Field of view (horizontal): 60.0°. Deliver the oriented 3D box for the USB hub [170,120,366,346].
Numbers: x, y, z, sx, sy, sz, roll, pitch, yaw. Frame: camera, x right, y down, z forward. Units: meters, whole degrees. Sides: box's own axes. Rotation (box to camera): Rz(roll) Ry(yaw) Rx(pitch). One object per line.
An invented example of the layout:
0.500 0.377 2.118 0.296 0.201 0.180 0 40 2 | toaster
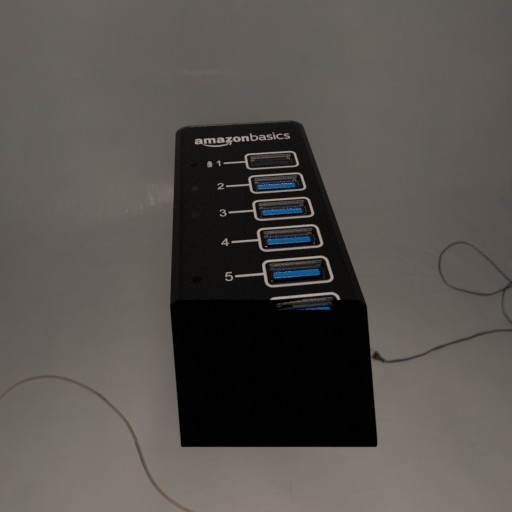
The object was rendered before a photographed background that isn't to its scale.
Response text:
0.000 0.000 0.125 0.044 0.023 0.110 -4 46 -4 | USB hub
